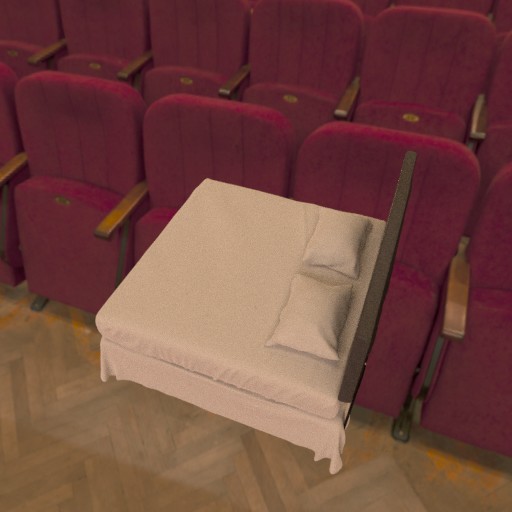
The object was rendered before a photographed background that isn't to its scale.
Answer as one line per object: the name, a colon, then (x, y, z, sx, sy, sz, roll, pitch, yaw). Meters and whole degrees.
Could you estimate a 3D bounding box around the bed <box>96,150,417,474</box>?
bed: (0.000, 0.000, 3.702, 2.219, 1.651, 2.314, 16, 47, 15)
